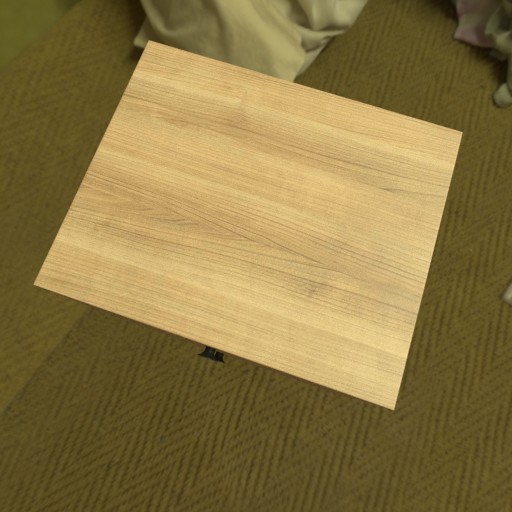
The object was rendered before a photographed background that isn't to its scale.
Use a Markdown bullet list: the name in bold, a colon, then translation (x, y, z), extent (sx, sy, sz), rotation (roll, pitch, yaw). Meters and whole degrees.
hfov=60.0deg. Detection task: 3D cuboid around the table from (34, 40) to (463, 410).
- **table**: translation (0.000, 0.000, 0.777), extent (0.445, 0.460, 0.380), rotation (18, 76, 5)
